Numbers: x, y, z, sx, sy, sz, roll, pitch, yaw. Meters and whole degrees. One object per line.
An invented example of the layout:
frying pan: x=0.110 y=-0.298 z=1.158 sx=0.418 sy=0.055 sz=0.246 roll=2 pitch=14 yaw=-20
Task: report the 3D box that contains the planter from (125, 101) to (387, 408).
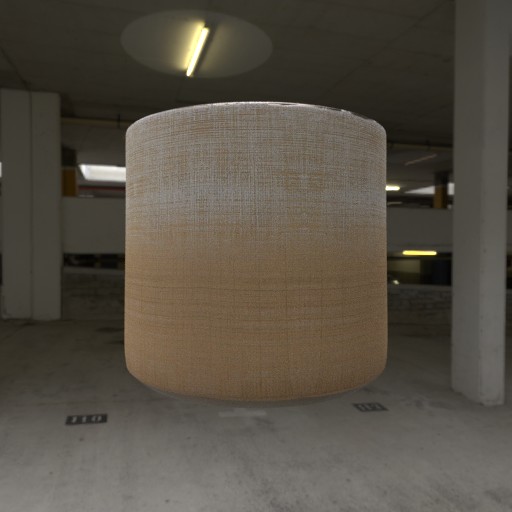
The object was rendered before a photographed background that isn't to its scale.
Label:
planter: x=0.000 y=0.000 z=0.387 sx=0.221 sy=0.201 sz=0.221 roll=0 pitch=1 yaw=0
